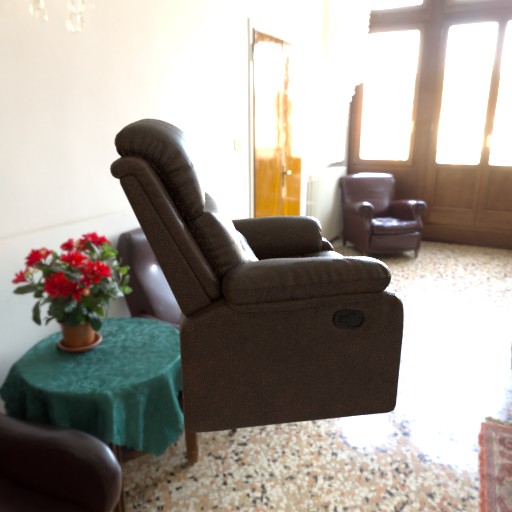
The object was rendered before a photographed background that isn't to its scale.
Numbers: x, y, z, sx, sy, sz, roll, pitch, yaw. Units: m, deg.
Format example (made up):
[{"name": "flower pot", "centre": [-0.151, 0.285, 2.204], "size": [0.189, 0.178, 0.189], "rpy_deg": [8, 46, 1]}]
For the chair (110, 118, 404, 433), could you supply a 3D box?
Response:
[{"name": "chair", "centre": [0.000, 0.000, 1.680], "size": [0.919, 0.992, 0.855], "rpy_deg": [-2, 16, -9]}]
